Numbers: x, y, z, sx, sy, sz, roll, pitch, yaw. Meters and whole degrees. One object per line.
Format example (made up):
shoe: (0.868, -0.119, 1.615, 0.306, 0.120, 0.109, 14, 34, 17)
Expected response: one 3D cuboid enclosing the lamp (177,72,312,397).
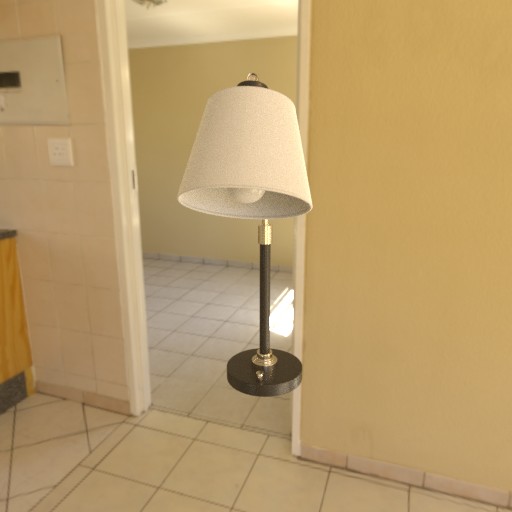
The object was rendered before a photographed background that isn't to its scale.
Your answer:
lamp: (0.000, 0.000, 0.707, 0.181, 0.539, 0.348, 2, 15, 9)
